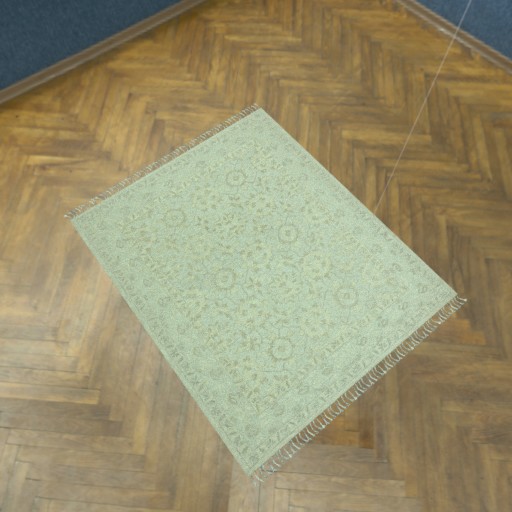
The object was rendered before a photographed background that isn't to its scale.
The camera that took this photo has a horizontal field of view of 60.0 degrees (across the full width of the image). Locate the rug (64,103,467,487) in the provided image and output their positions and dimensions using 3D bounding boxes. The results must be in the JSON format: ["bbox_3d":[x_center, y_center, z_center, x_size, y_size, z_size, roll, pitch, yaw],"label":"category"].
[{"bbox_3d":[0.000,0.000,4.159,2.444,0.013,3.043,-35,69,-16],"label":"rug"}]
